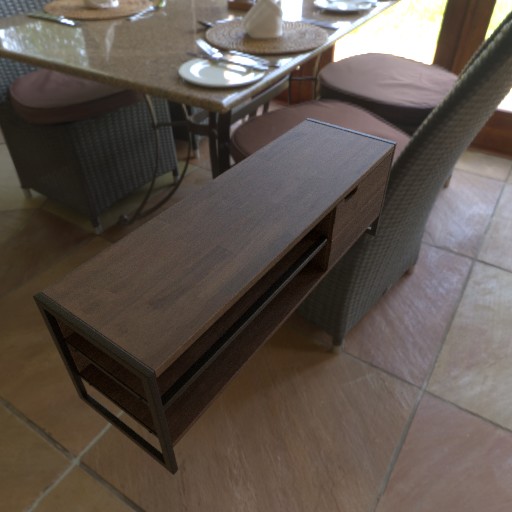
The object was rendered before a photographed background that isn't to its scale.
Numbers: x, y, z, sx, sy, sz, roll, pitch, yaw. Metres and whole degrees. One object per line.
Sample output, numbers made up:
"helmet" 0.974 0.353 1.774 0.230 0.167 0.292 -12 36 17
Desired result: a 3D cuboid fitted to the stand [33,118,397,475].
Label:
"stand" 0.000 0.000 1.741 0.454 0.506 1.480 25 46 26
